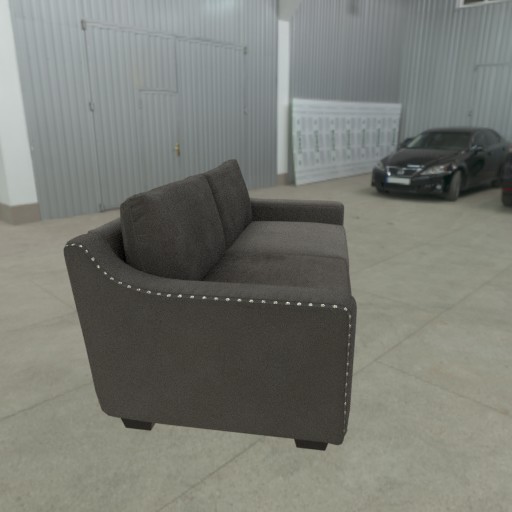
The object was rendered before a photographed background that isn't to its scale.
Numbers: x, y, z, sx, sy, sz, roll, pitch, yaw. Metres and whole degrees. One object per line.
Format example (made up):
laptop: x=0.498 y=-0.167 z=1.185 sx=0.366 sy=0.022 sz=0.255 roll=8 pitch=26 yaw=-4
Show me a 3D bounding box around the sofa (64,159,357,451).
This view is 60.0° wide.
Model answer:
sofa: x=0.000 y=0.000 z=3.182 sx=1.336 sy=1.196 sz=2.550 roll=3 pitch=17 yaw=9
